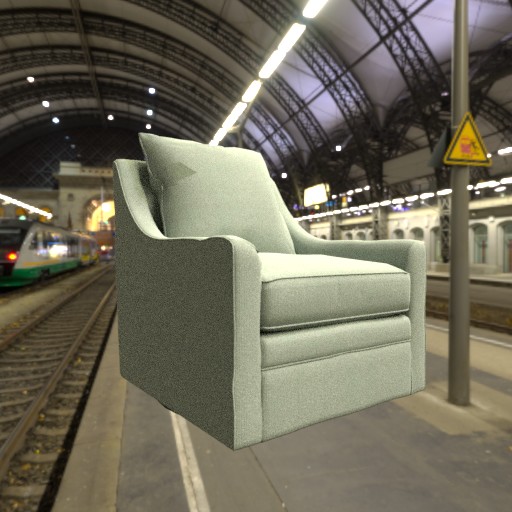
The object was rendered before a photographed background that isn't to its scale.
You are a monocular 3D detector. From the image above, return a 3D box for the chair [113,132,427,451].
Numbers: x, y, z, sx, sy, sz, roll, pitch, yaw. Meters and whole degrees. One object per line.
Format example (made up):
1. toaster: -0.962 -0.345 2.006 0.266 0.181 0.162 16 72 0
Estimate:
1. chair: 0.000 0.000 1.562 0.760 0.926 0.870 -1 1 -36
